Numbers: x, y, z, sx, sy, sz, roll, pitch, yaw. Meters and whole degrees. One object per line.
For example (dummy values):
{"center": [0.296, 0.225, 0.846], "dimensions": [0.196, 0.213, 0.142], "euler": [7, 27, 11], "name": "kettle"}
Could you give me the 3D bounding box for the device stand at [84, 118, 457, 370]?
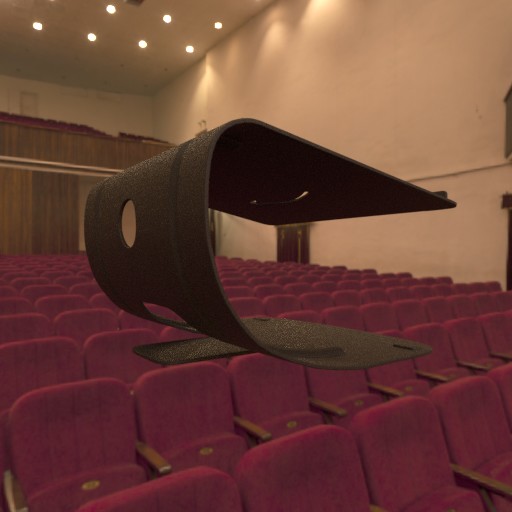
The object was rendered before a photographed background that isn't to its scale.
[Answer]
{"center": [0.000, 0.000, 0.397], "dimensions": [0.236, 0.155, 0.256], "euler": [0, 0, -36], "name": "device stand"}
